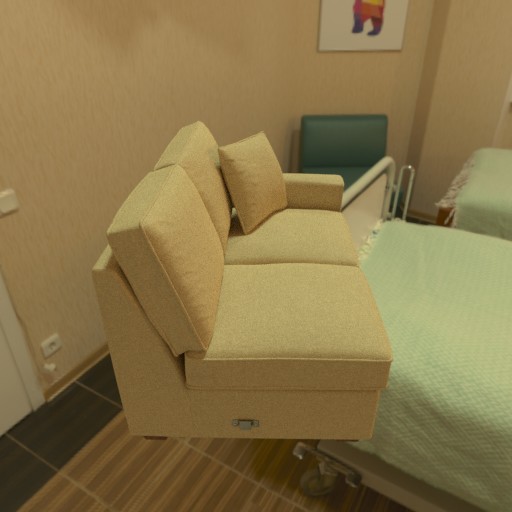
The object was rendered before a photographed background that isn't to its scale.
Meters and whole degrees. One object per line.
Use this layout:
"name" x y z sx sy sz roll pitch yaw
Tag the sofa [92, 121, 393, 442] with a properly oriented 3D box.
"sofa" 0.000 0.000 2.083 0.991 0.989 1.388 1 31 1
